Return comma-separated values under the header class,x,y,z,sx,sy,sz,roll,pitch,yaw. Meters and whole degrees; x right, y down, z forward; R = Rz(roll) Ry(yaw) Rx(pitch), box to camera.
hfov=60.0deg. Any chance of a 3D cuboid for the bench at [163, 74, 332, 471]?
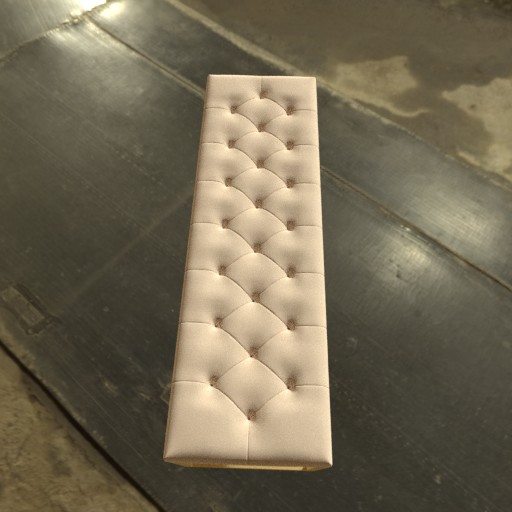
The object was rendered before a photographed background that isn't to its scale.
class,x,y,z,sx,sy,sz,roll,pitch,yaw
bench,0.000,0.000,1.707,0.457,0.484,1.473,2,63,1
